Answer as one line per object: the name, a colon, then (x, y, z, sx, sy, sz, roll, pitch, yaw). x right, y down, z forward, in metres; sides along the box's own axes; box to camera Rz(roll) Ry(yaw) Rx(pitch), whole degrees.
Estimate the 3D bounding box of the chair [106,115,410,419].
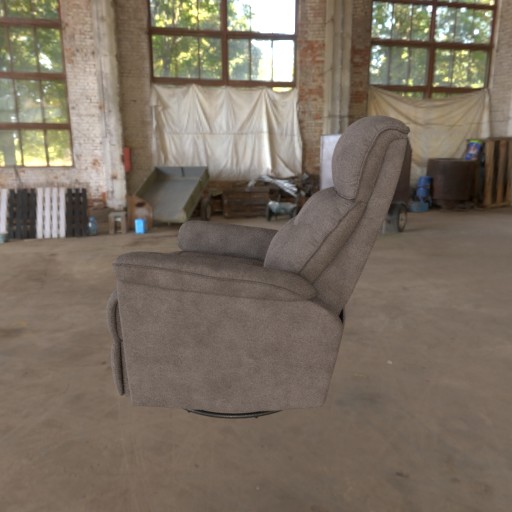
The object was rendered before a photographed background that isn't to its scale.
chair: (0.000, 0.000, 1.743, 1.009, 1.036, 0.830, 2, 13, 8)
